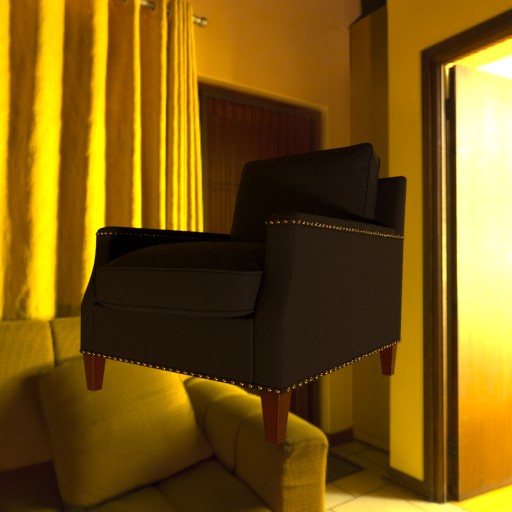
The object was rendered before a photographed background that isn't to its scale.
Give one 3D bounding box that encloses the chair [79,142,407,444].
[{"bbox_3d":[0.000,0.000,1.697,0.853,0.943,1.014,-1,-1,36],"label":"chair"}]
